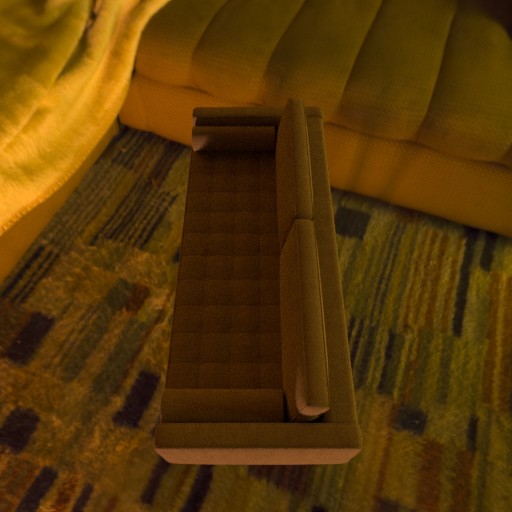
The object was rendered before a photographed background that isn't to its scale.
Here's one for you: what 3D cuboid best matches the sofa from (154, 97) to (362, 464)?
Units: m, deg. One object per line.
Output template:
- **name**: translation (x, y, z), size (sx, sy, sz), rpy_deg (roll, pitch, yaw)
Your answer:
- **sofa**: translation (0.000, 0.000, 2.609), size (0.919, 0.770, 2.200), rpy_deg (0, 57, 0)
